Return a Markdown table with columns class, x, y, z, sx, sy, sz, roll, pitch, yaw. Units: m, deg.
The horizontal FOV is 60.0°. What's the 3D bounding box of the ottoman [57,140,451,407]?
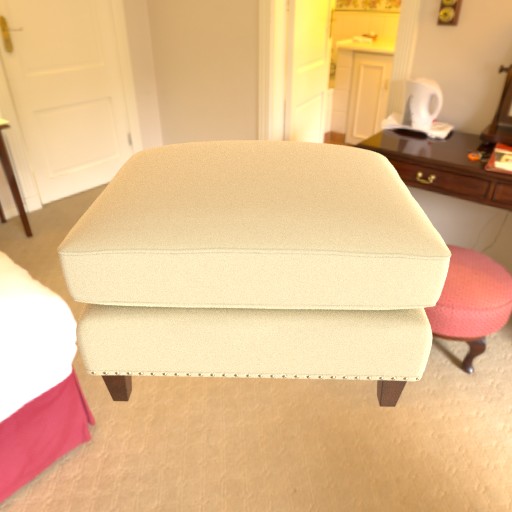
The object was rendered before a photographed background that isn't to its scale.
| class | x | y | z | sx | sy | sz | roll | pitch | yaw |
| --- | --- | --- | --- | --- | --- | --- | --- | --- | --- |
| ottoman | 0.000 | 0.000 | 1.139 | 0.741 | 0.513 | 0.584 | 1 | 31 | 1 |
